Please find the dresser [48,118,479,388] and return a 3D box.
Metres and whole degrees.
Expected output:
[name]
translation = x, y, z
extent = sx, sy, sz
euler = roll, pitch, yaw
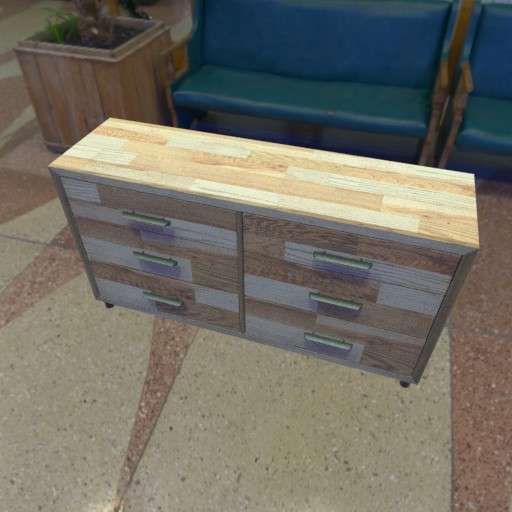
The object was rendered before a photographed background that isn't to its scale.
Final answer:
[dresser]
translation = 0.000, 0.000, 1.934
extent = 1.547, 0.834, 0.487
euler = 12, 44, 13
